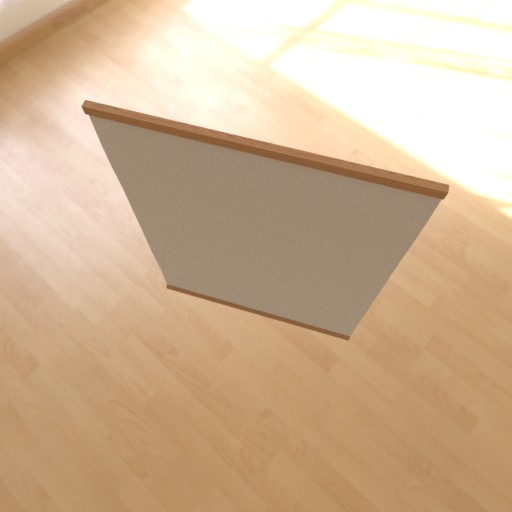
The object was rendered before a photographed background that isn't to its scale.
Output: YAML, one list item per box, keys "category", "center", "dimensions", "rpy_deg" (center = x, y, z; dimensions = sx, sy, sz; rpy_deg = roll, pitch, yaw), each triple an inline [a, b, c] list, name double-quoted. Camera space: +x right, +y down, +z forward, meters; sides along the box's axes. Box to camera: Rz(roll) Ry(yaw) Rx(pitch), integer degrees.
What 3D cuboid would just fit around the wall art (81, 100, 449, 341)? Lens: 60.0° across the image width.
- category: "wall art"
  center: [0.000, 0.000, 0.805]
  dimensions: [0.458, 0.605, 0.011]
  rpy_deg: [15, 64, 7]
